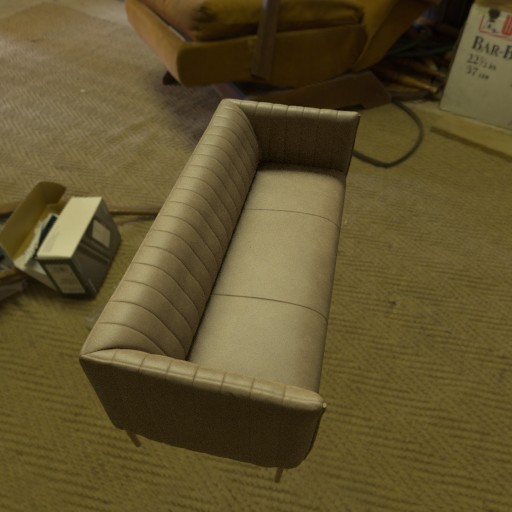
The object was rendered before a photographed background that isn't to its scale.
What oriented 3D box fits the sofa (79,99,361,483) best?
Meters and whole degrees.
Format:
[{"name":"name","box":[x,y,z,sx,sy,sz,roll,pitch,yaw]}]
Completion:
[{"name":"sofa","box":[0.000,0.000,2.368,0.876,0.779,1.980,9,47,9]}]
